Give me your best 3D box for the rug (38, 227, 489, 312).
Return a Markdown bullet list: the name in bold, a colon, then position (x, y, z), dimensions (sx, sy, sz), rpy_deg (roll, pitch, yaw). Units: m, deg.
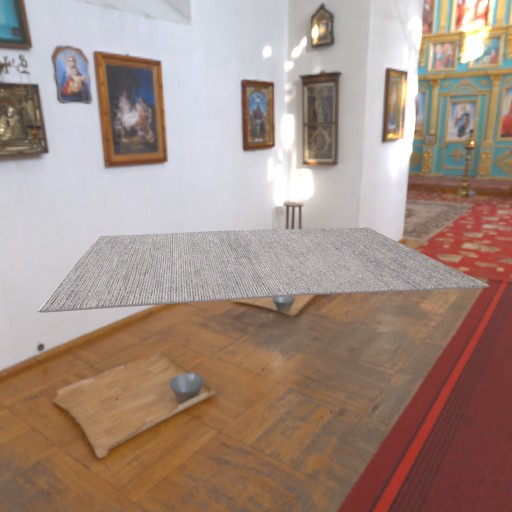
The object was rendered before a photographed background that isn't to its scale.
- **rug**: position (0.000, 0.000, 2.985), dimensions (2.307, 0.030, 1.604), rpy_deg (-2, 15, -9)
